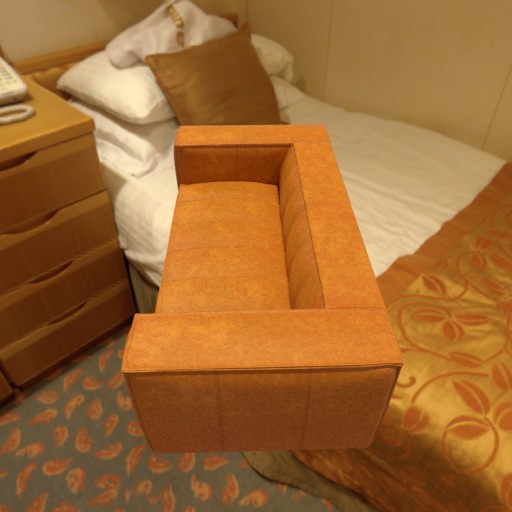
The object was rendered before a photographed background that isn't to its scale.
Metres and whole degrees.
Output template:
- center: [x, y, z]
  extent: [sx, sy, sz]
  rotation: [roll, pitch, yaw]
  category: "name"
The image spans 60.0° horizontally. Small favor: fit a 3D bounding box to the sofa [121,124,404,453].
- center: [0.000, 0.000, 2.591]
  extent: [1.102, 0.703, 2.088]
  rotation: [-1, 41, -1]
  category: "sofa"
